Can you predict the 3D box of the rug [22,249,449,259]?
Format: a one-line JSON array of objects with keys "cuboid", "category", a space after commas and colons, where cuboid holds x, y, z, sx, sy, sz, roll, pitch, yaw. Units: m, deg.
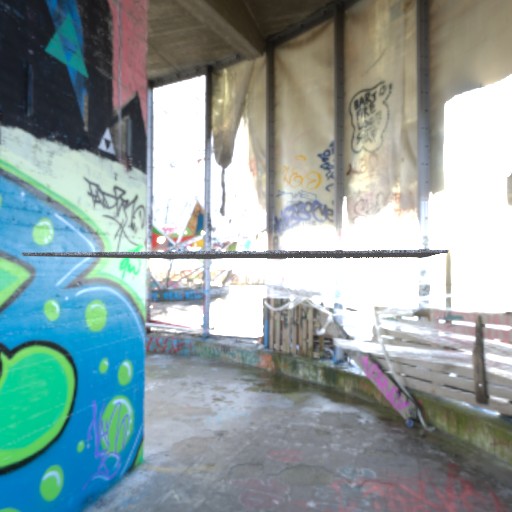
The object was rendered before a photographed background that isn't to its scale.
[{"cuboid": [0.000, 0.000, 4.077, 3.000, 0.025, 2.401, 0, -1, 17], "category": "rug"}]
